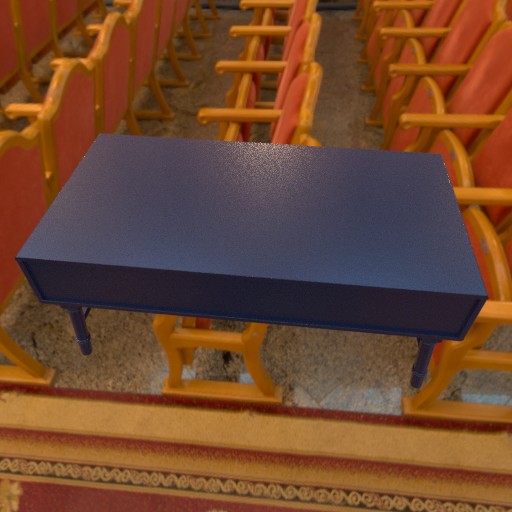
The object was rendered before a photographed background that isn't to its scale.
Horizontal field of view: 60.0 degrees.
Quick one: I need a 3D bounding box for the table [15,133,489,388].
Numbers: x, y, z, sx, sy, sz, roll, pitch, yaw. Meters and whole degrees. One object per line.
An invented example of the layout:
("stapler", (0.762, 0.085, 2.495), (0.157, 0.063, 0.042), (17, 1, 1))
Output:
("table", (0.000, 0.000, 1.346), (1.067, 0.457, 0.572), (5, 46, 4))
